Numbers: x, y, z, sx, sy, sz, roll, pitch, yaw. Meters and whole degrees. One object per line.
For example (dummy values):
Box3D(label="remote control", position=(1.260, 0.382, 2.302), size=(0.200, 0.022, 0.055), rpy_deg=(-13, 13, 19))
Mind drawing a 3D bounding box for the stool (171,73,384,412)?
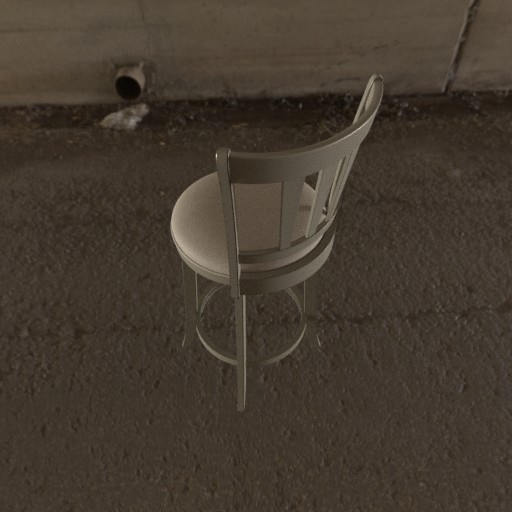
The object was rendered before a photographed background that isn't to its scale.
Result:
Box3D(label="stool", position=(0.000, 0.000, 1.274), size=(0.436, 1.042, 0.475), rpy_deg=(-33, 55, -26))
